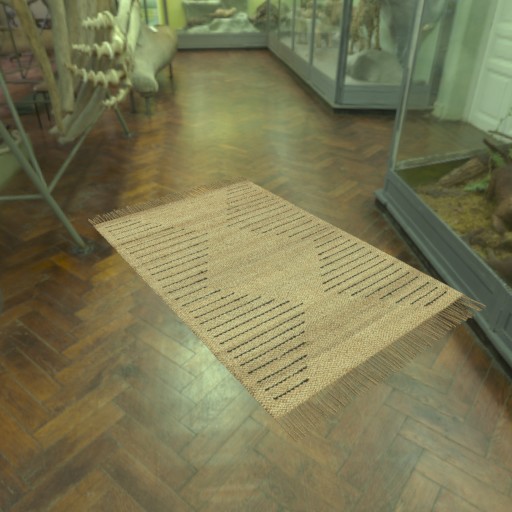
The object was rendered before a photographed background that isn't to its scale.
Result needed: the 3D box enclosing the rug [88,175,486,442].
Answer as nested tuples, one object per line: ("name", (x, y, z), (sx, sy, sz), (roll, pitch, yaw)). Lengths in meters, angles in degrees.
("rug", (0.000, 0.000, 2.522), (1.224, 0.027, 2.085), (-22, 39, -31))
